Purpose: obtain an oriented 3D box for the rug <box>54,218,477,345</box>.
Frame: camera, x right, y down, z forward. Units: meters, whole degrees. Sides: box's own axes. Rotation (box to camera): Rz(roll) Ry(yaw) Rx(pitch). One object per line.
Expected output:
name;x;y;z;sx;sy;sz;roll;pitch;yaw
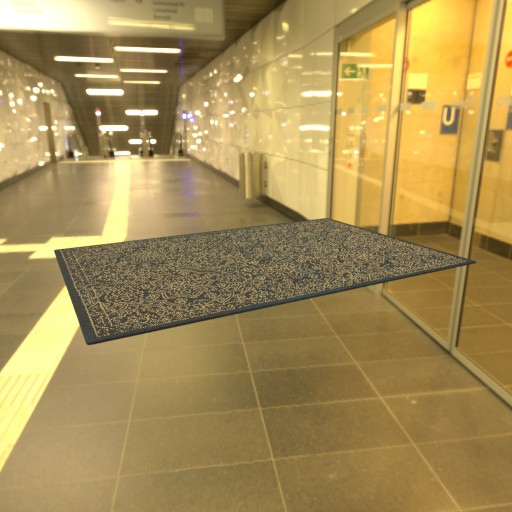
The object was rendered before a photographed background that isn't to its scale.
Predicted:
rug;0.000;0.000;2.291;1.829;0.010;1.219;-9;18;-27
